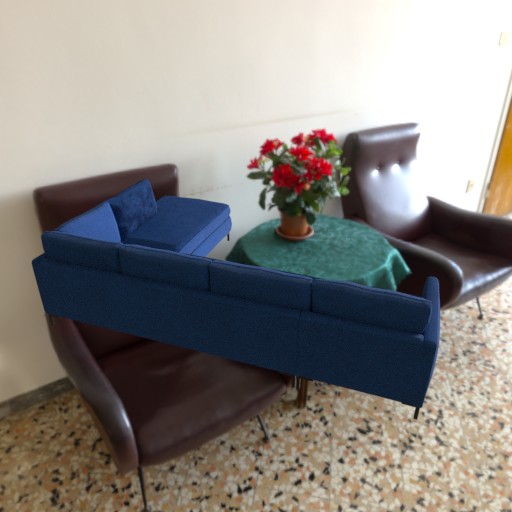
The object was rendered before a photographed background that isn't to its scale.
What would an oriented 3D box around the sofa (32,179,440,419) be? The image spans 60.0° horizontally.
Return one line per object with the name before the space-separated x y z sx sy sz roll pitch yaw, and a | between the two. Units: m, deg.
sofa | 0.000 0.000 3.223 2.486 0.687 1.707 10 30 18
